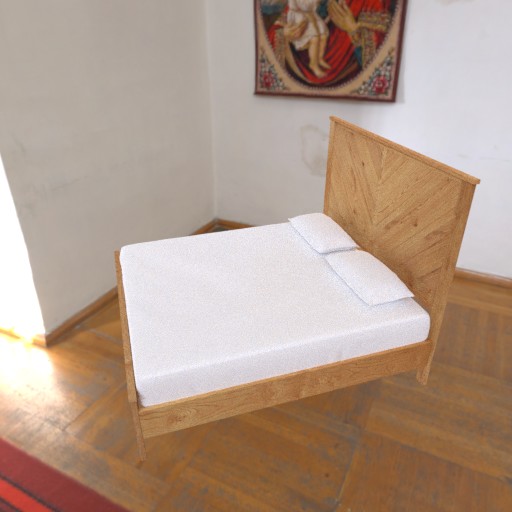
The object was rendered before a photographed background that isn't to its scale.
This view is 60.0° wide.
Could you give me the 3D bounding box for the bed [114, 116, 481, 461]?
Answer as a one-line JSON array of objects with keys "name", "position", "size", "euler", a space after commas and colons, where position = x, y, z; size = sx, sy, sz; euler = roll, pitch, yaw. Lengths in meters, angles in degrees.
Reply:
[{"name": "bed", "position": [0.000, 0.000, 4.103], "size": [2.530, 1.938, 2.225], "euler": [-9, 30, -16]}]
